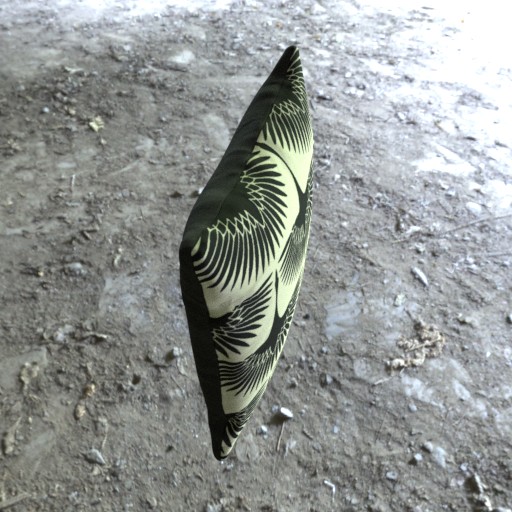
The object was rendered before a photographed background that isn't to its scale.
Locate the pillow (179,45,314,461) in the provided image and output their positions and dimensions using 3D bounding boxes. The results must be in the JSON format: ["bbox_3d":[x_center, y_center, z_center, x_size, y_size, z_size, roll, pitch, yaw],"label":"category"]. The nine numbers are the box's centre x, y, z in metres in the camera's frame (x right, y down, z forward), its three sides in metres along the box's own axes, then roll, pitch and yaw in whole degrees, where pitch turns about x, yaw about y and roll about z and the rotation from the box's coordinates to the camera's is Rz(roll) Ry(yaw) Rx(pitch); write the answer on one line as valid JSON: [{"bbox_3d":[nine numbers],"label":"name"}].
[{"bbox_3d":[0.000,0.000,0.638,0.139,0.432,0.432,10,47,10],"label":"pillow"}]
